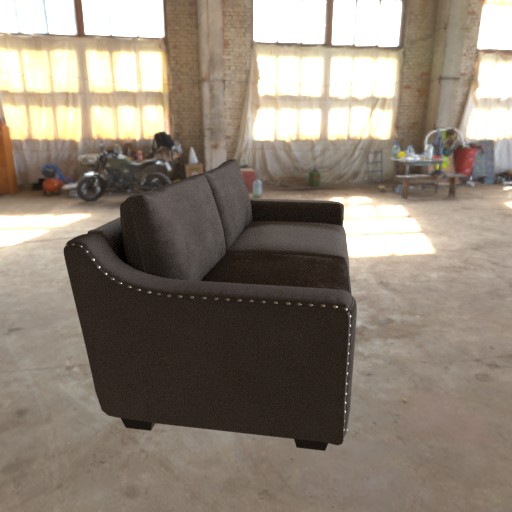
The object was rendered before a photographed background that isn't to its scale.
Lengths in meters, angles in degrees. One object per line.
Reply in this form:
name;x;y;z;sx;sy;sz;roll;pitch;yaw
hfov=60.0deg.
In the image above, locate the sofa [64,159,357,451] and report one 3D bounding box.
sofa;0.000;0.000;3.182;1.336;1.196;2.550;3;17;9
